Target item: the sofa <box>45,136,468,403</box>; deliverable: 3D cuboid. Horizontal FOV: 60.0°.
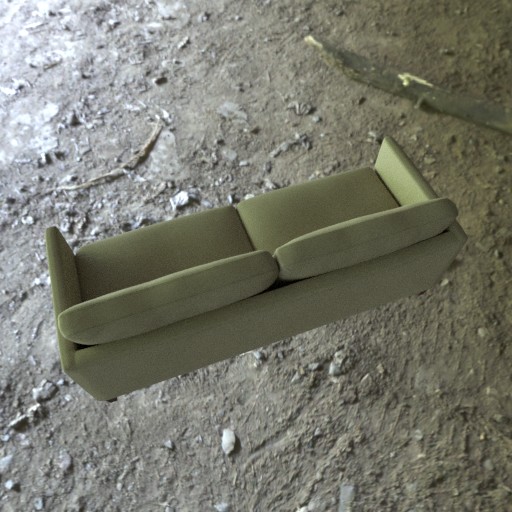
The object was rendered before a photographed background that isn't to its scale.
[{"bbox_3d":[0.000,0.000,2.860,2.404,0.912,0.988,-17,59,-11],"label":"sofa"}]
